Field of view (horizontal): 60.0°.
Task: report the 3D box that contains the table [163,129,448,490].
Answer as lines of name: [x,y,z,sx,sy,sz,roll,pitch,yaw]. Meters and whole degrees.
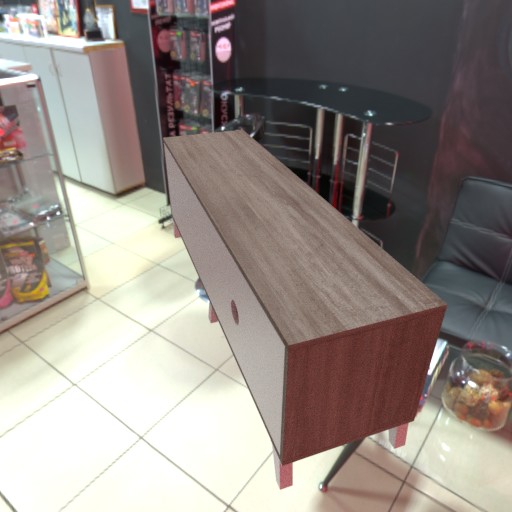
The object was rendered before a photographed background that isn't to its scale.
table: [0.000,0.000,1.704,0.400,0.530,1.500,-11,33,-17]
